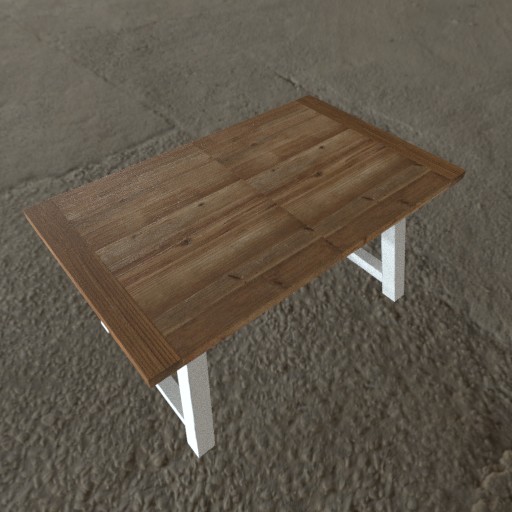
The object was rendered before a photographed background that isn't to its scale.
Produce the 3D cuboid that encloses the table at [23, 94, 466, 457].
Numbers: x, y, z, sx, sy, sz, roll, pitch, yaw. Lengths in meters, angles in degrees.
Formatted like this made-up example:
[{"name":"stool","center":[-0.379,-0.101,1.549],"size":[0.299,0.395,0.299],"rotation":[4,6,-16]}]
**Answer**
[{"name":"table","center":[0.000,0.000,2.008],"size":[1.503,0.743,0.922],"rotation":[-30,52,-27]}]
